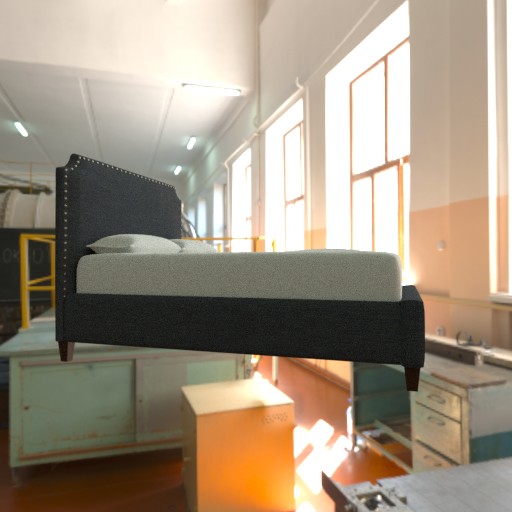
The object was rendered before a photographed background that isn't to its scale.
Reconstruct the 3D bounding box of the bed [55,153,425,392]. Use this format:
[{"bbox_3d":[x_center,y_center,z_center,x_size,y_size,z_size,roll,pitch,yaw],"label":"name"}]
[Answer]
[{"bbox_3d":[0.000,0.000,3.436,2.372,1.443,1.713,0,-1,18],"label":"bed"}]
